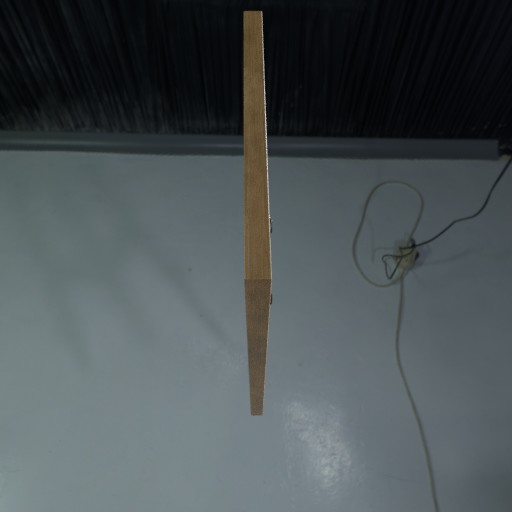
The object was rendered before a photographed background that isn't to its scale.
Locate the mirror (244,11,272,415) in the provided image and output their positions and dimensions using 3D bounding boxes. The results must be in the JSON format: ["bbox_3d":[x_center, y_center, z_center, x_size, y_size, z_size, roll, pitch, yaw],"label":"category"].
[{"bbox_3d":[0.000,0.000,1.134,0.041,0.915,0.609,-1,60,0],"label":"mirror"}]
